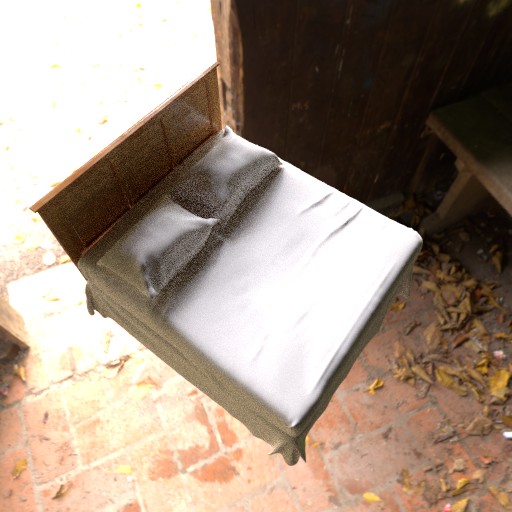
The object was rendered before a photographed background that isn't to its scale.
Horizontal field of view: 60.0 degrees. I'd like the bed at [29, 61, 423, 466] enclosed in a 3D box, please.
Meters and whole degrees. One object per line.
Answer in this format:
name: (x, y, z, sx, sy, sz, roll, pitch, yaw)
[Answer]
bed: (0.000, 0.000, 3.091, 2.035, 1.273, 1.870, 33, 64, 18)
